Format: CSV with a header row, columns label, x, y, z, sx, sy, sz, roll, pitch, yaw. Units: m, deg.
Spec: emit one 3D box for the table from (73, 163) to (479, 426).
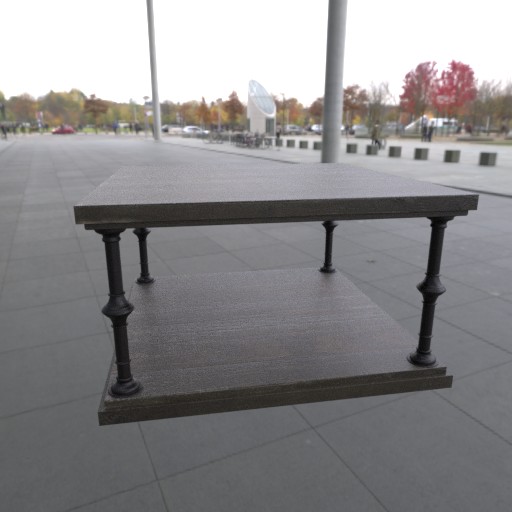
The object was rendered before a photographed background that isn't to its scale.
label,x,y,z,sx,sy,sz,roll,pitch,yaw
table,0.000,0.000,1.128,0.696,0.400,0.696,-3,17,-10
